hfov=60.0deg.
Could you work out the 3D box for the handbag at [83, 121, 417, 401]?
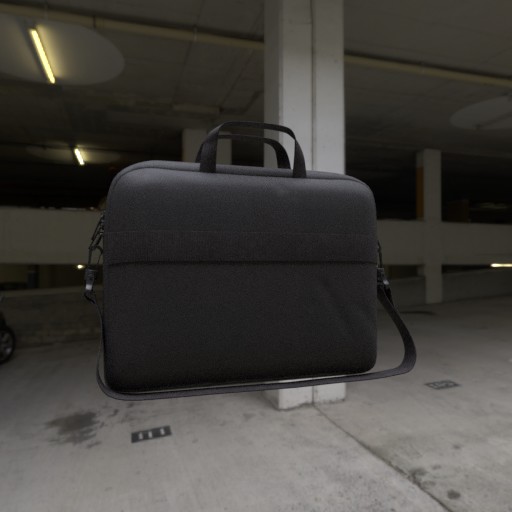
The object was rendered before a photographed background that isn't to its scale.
[{"bbox_3d":[0.000,0.000,0.442,0.320,0.244,0.089,0,-1,-17],"label":"handbag"}]
